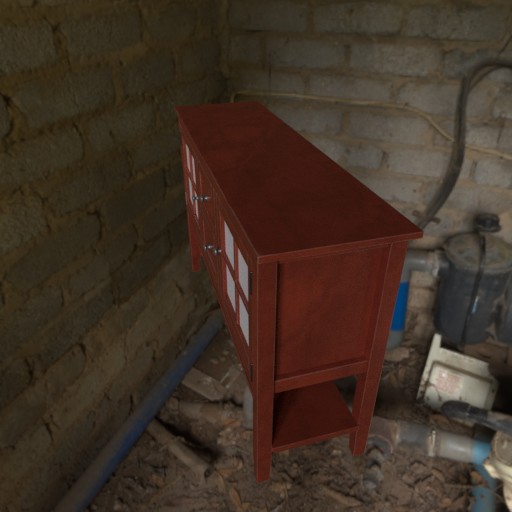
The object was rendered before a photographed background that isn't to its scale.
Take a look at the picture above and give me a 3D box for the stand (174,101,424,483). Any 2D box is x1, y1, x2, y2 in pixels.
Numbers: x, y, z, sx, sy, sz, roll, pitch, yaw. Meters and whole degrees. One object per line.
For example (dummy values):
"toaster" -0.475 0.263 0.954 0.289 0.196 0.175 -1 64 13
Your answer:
"stand" 0.000 0.000 1.754 0.410 0.872 1.362 -9 33 -14
